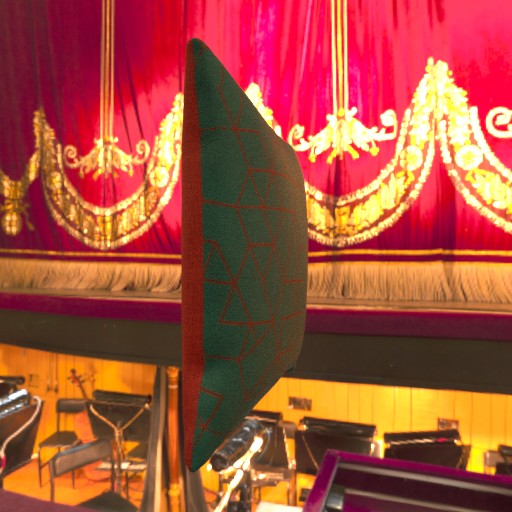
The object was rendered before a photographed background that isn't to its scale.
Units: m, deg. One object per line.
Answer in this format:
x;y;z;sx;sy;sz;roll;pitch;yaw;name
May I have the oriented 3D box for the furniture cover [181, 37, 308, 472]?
0.000;0.000;0.760;0.158;0.508;0.517;0;-1;17;furniture cover
